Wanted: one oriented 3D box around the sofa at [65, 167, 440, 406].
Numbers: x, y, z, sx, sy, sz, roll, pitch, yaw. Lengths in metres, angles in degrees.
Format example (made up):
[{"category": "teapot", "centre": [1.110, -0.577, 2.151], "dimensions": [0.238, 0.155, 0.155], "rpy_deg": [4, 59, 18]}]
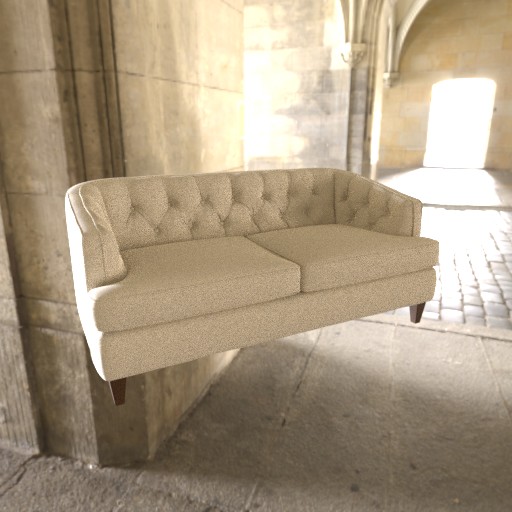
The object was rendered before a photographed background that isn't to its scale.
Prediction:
[{"category": "sofa", "centre": [0.000, 0.000, 2.298], "dimensions": [1.733, 0.855, 0.941], "rpy_deg": [-8, 19, -26]}]
